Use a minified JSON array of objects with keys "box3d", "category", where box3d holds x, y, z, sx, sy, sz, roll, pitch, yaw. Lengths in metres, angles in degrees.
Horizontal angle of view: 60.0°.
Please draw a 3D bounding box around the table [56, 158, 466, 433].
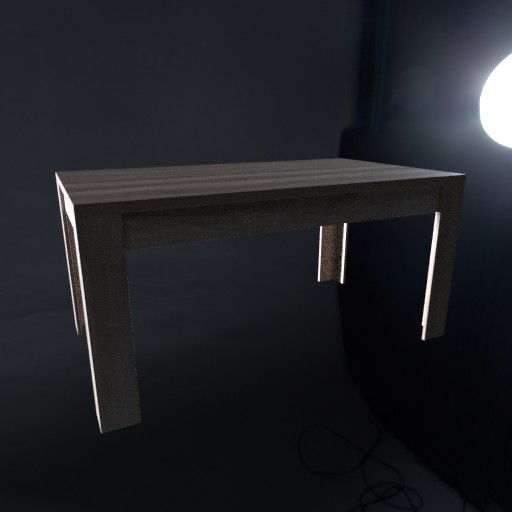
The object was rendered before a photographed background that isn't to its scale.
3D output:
[{"box3d":[0.000,0.000,2.094,1.600,0.775,0.900,-8,19,-25],"category":"table"}]
